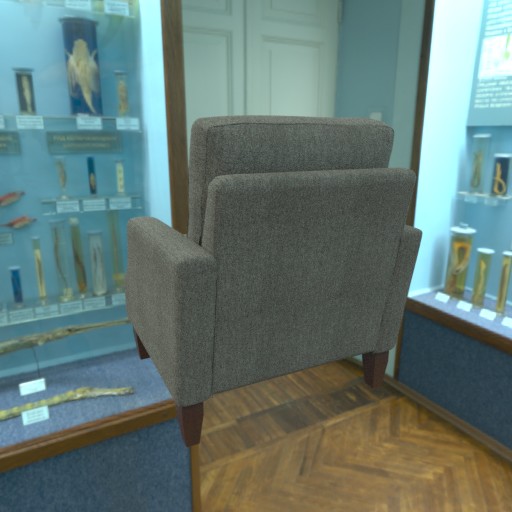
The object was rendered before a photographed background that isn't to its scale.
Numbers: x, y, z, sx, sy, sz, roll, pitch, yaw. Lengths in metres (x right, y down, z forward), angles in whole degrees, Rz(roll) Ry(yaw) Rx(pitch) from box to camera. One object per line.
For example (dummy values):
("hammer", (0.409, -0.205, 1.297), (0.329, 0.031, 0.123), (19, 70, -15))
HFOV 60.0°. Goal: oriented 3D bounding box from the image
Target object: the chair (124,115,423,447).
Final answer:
("chair", (0.000, 0.000, 1.676), (0.855, 0.993, 0.897), (-8, 17, -26))
